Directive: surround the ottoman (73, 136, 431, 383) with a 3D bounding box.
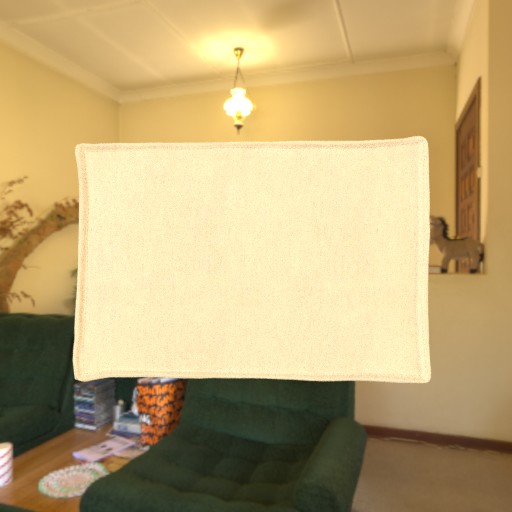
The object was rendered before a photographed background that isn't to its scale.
[{"bbox_3d":[0.000,0.000,1.149,0.696,0.470,0.707,0,0,1],"label":"ottoman"}]
